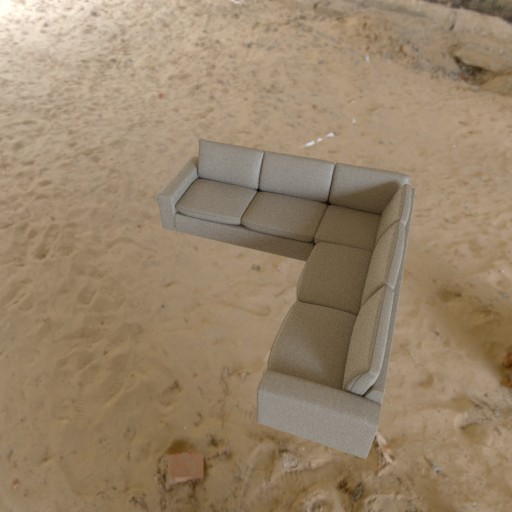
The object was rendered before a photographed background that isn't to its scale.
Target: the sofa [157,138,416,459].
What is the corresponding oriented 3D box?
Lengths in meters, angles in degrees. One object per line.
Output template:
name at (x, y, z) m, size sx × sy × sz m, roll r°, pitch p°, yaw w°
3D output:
sofa at (0.000, 0.000, 4.156) m, size 2.622 × 0.800 × 2.742 m, roll 13°, pitch 44°, yaw 14°
